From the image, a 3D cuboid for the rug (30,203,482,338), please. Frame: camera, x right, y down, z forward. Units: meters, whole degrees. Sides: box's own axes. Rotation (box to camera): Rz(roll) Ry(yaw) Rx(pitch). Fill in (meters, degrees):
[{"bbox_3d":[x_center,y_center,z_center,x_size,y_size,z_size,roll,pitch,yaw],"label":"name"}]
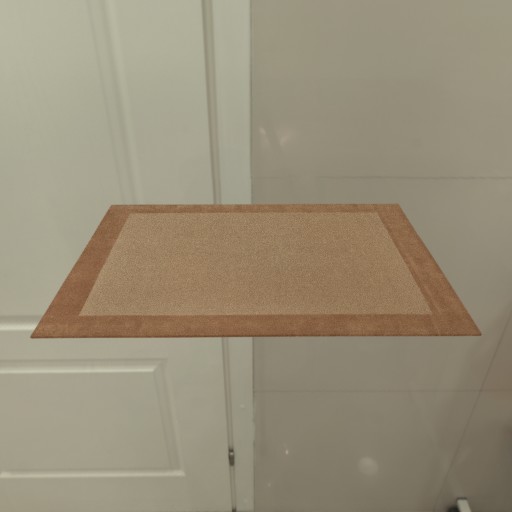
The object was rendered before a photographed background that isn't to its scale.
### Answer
[{"bbox_3d":[0.000,0.000,2.306,1.829,0.014,1.219,0,32,0],"label":"rug"}]
